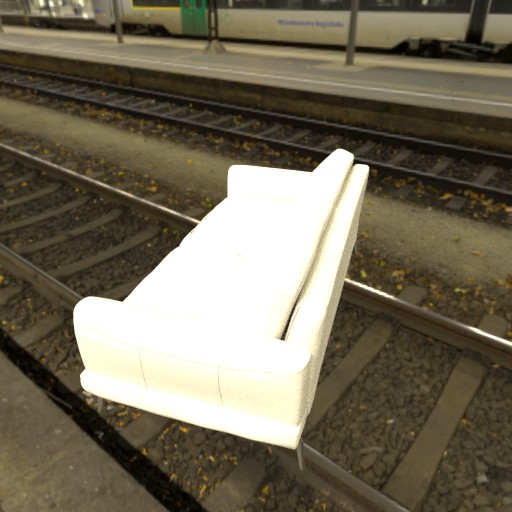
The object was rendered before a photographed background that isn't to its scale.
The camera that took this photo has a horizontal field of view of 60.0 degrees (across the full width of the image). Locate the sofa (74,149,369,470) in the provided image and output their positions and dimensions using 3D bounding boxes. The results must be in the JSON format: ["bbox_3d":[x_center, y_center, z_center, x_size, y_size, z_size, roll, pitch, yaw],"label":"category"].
[{"bbox_3d":[0.000,0.000,2.720,1.121,0.930,2.177,9,32,15],"label":"sofa"}]
